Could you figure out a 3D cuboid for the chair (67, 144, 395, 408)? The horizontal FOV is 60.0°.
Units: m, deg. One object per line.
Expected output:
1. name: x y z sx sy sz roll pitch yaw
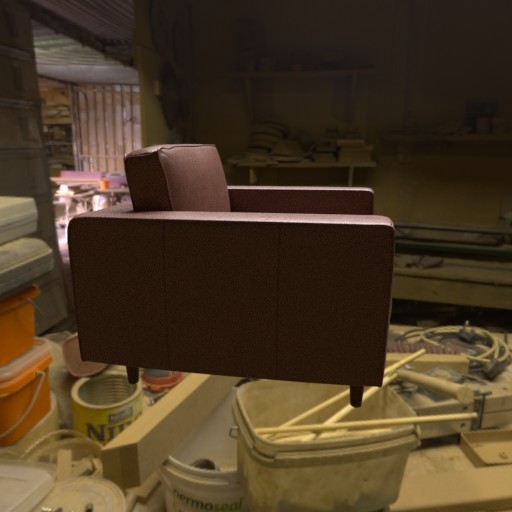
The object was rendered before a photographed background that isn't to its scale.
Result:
1. chair: 0.000 0.000 1.578 0.900 0.770 0.920 3 15 10
